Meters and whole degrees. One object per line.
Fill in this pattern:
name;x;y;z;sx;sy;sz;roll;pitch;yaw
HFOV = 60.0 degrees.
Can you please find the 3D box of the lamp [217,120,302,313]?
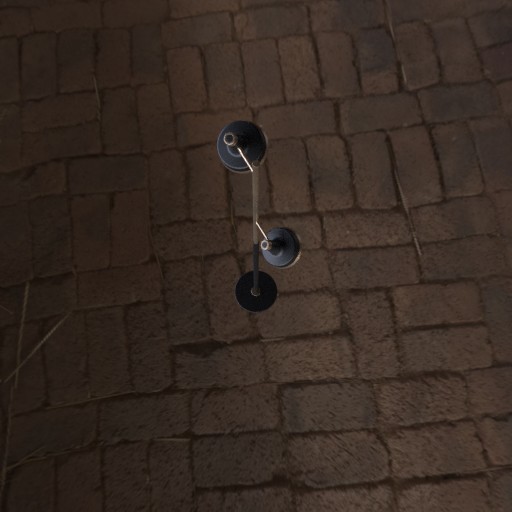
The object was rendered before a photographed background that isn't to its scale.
lamp;0.000;0.000;1.823;0.253;1.674;0.351;-30;77;-7
